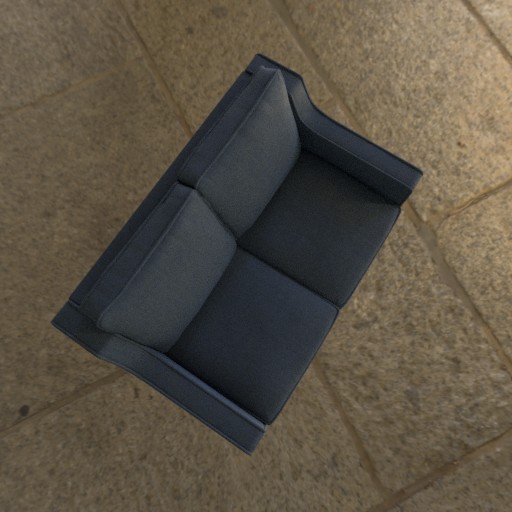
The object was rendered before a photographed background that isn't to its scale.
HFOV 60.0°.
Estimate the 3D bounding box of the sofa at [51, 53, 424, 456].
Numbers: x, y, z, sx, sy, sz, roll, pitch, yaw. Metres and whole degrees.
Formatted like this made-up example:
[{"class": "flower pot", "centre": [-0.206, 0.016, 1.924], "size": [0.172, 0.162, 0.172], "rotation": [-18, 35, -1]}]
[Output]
[{"class": "sofa", "centre": [0.000, 0.000, 2.167], "size": [0.987, 0.971, 1.501], "rotation": [33, 78, 8]}]
